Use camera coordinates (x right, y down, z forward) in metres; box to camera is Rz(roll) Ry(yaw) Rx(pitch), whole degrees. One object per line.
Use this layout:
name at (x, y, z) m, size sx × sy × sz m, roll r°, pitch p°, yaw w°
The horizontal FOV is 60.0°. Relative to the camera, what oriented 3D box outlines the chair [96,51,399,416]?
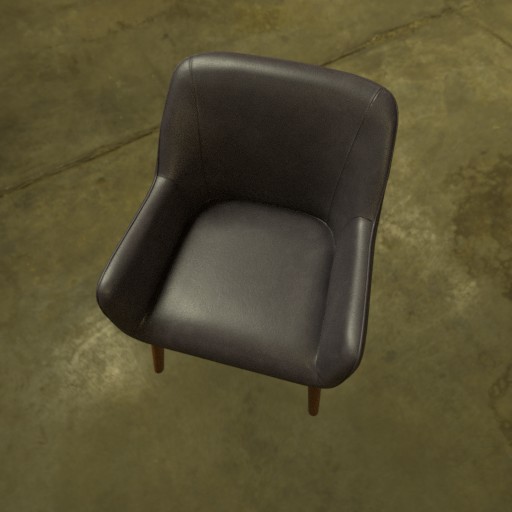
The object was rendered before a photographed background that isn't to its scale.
chair at (0.000, 0.000, 1.233) m, size 0.610 × 0.828 × 0.610 m, roll 13°, pitch 60°, yaw 8°
